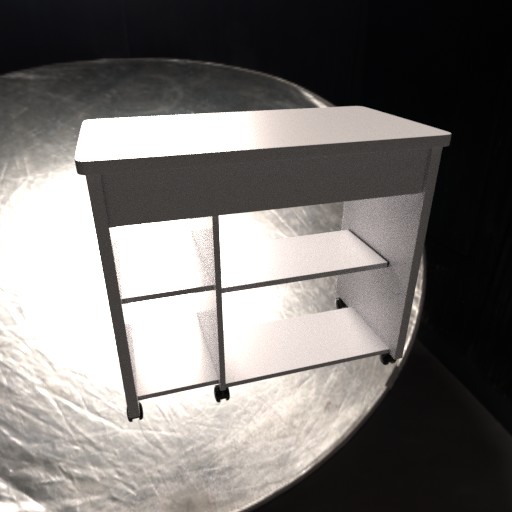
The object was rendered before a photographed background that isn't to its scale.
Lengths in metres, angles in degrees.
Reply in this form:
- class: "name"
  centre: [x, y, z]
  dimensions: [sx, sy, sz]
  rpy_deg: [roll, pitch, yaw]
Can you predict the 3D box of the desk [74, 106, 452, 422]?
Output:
- class: "desk"
  centre: [0.000, 0.000, 1.334]
  dimensions: [0.877, 0.763, 0.475]
  rpy_deg: [-8, 28, -15]
